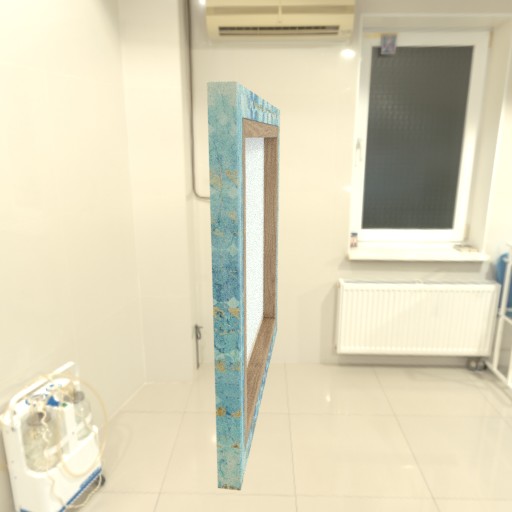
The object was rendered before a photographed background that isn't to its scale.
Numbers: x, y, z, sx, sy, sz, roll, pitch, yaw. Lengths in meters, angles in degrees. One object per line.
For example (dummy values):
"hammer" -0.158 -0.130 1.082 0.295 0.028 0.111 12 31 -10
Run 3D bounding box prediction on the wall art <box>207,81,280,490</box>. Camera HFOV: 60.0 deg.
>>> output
"wall art" 0.000 0.000 0.918 0.040 0.609 0.609 2 15 8
